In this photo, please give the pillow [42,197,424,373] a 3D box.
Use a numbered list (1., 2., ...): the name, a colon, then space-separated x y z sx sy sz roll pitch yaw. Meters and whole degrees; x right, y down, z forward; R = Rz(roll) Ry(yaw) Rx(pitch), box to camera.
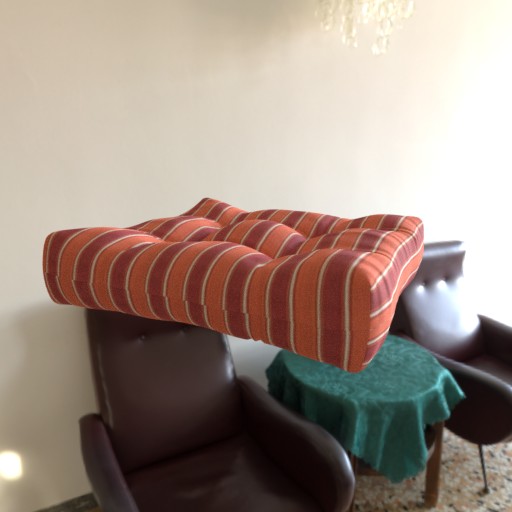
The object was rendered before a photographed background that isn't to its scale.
1. pillow: 0.000 0.000 0.736 0.490 0.133 0.468 7 15 25
